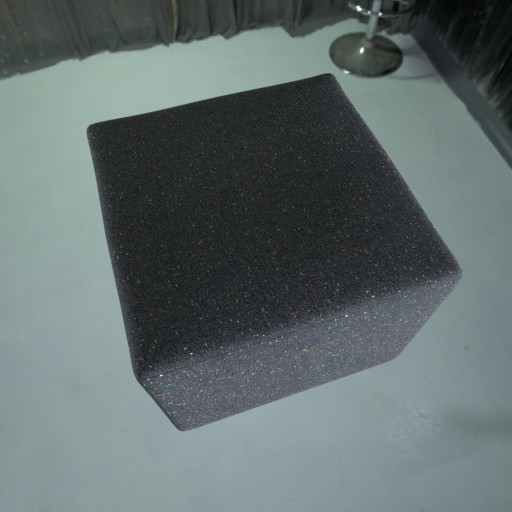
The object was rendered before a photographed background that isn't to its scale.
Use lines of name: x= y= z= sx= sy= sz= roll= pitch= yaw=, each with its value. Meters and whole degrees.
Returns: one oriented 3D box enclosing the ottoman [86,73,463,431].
ottoman: x=0.000 y=0.000 z=0.896 sx=0.508 sy=0.432 sz=0.508 roll=-16 pitch=60 yaw=-10
